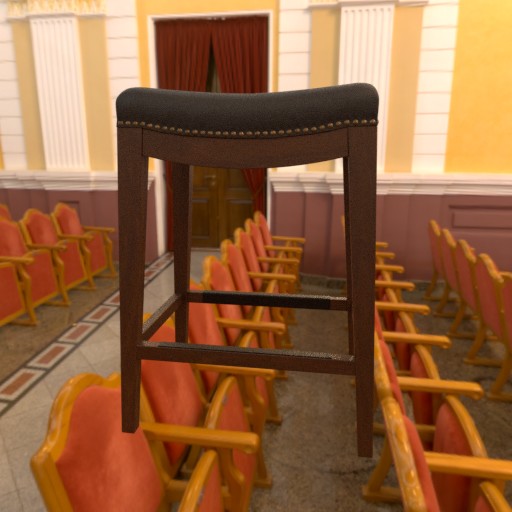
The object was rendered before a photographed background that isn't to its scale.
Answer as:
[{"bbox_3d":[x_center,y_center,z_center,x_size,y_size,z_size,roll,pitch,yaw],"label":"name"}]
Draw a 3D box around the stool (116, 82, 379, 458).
[{"bbox_3d":[0.000,0.000,0.940,0.490,0.664,0.353,2,14,9],"label":"stool"}]
